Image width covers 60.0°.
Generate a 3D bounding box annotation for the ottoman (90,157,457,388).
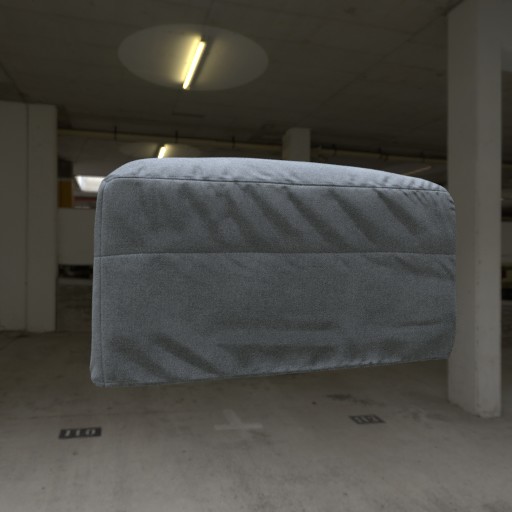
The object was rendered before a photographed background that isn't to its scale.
[{"bbox_3d":[0.000,0.000,1.225,0.837,0.481,0.683,0,0,-17],"label":"ottoman"}]
